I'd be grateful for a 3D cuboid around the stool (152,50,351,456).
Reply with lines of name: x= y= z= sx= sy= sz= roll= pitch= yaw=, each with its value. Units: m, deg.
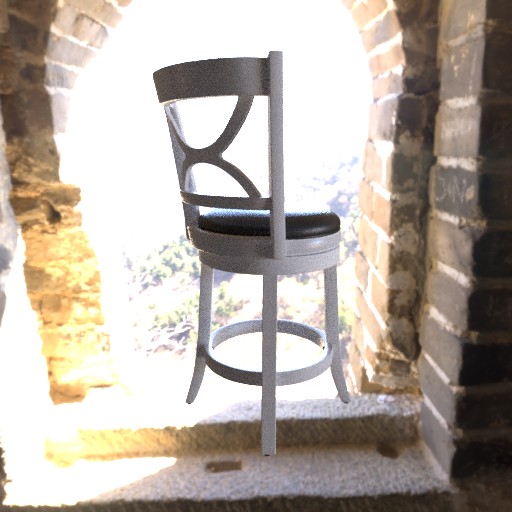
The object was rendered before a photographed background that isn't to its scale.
stool: x=0.000 y=0.000 z=1.233 sx=0.508 sy=0.953 sz=0.444 roll=-13 pitch=18 yaw=-43
